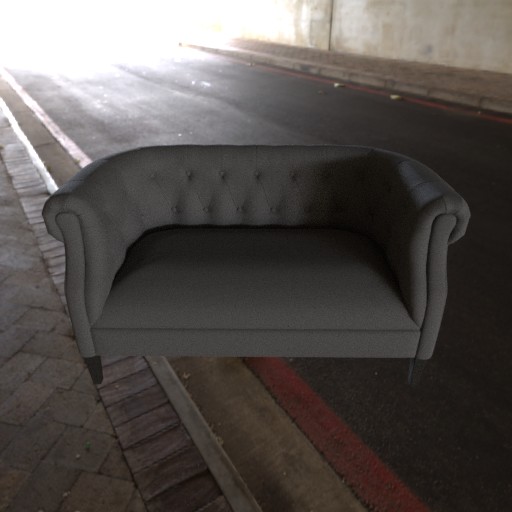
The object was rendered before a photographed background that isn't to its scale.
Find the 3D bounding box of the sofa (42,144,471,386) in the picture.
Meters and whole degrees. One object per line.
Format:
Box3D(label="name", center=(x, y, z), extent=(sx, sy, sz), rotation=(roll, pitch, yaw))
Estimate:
Box3D(label="sofa", center=(0.000, 0.000, 2.001), extent=(1.558, 0.827, 0.835), rotation=(0, 30, 0))
